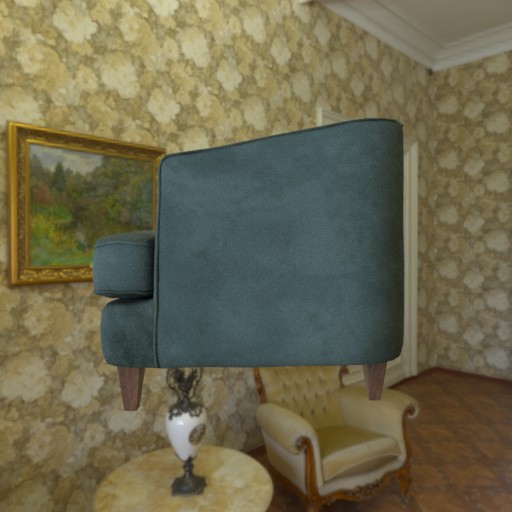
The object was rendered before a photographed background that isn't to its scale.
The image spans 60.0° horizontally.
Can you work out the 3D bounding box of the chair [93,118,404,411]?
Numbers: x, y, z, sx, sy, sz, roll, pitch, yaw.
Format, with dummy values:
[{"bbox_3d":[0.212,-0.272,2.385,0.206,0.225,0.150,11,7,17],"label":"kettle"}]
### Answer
[{"bbox_3d":[0.000,0.000,1.724,0.941,0.852,1.104,0,1,0],"label":"chair"}]
